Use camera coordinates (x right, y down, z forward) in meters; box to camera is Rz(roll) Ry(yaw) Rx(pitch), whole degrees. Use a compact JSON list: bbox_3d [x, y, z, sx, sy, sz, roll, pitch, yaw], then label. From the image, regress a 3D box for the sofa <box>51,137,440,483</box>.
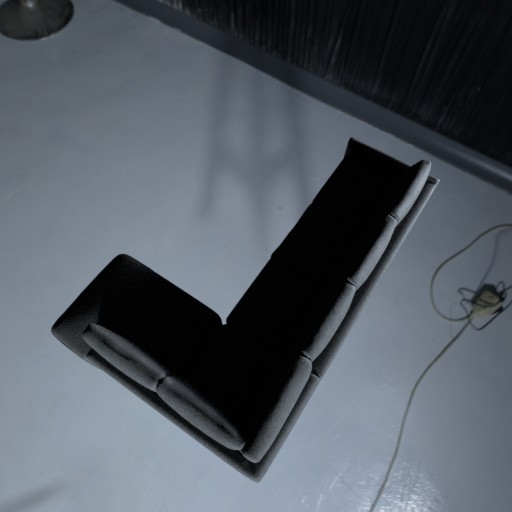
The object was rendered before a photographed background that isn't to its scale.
[{"bbox_3d":[0.000,0.000,3.814,1.984,0.858,2.972,31,68,14],"label":"sofa"}]
